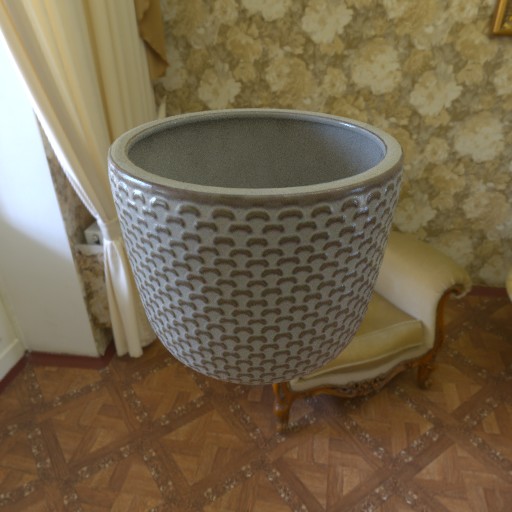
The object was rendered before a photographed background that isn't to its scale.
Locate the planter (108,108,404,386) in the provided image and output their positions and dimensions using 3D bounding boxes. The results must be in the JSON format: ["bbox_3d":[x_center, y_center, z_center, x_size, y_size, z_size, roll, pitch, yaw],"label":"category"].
[{"bbox_3d":[0.000,0.000,0.245,0.139,0.130,0.139,0,31,0],"label":"planter"}]
